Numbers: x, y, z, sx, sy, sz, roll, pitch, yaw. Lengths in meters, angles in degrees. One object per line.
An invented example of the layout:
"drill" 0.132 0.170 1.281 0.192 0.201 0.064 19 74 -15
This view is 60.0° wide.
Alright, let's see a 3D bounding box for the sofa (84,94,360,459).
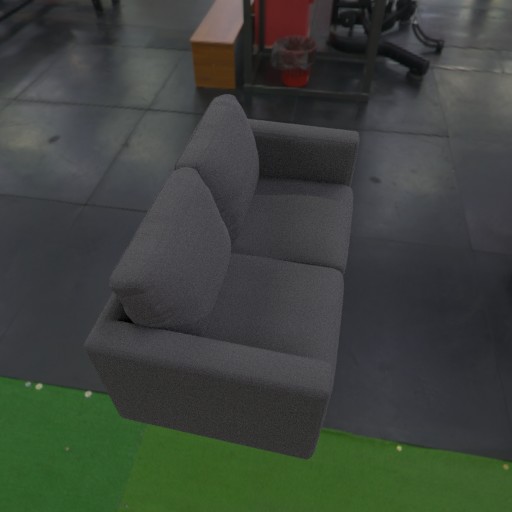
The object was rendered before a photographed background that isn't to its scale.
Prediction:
"sofa" 0.000 0.000 1.950 0.796 0.908 1.430 9 48 8
